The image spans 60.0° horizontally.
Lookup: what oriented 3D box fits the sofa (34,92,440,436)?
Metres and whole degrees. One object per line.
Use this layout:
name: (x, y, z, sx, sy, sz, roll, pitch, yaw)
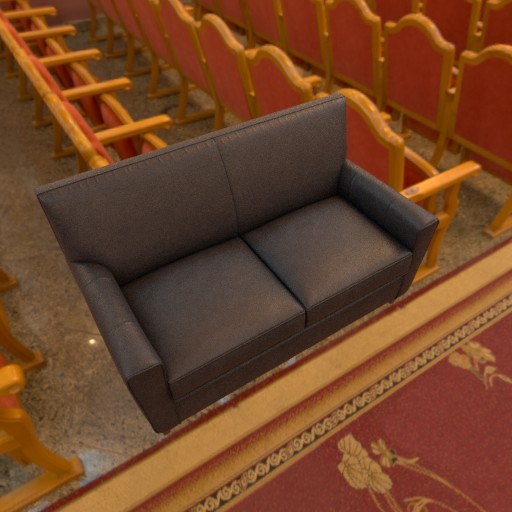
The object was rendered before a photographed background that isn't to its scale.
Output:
sofa: (0.000, 0.000, 2.000, 1.473, 0.871, 0.787, -24, 50, -22)
